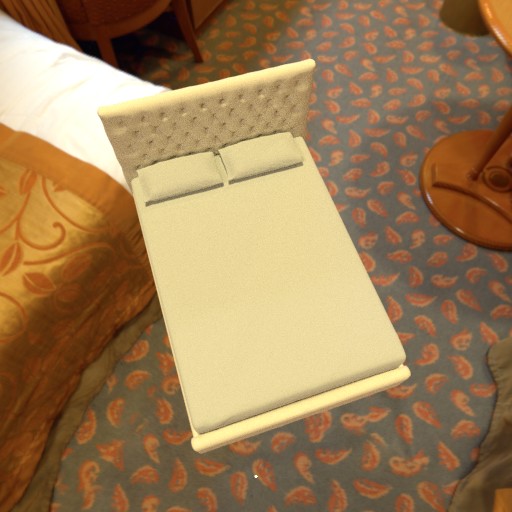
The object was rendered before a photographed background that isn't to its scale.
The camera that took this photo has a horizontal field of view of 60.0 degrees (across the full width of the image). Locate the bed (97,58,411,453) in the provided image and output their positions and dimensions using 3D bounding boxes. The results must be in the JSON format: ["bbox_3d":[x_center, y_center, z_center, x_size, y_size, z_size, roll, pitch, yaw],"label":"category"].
[{"bbox_3d":[0.000,0.000,3.457,1.698,1.427,2.387,-16,65,-8],"label":"bed"}]
